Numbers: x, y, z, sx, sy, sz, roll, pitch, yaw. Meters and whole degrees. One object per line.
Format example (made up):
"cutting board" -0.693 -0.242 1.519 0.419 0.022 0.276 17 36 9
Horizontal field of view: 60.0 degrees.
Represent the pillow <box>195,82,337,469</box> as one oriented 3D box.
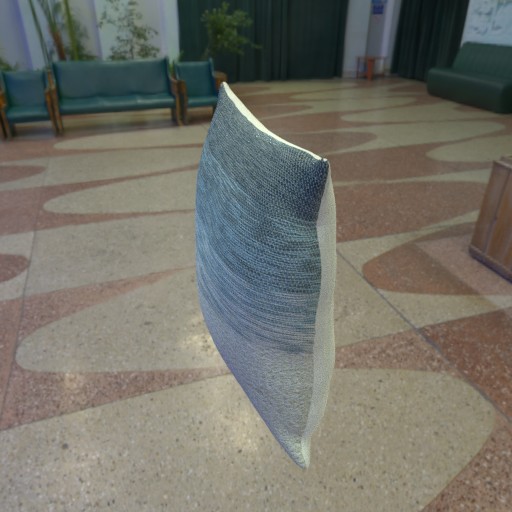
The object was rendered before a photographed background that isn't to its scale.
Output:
"pillow" 0.000 0.000 0.671 0.182 0.441 0.440 -8 30 -14
